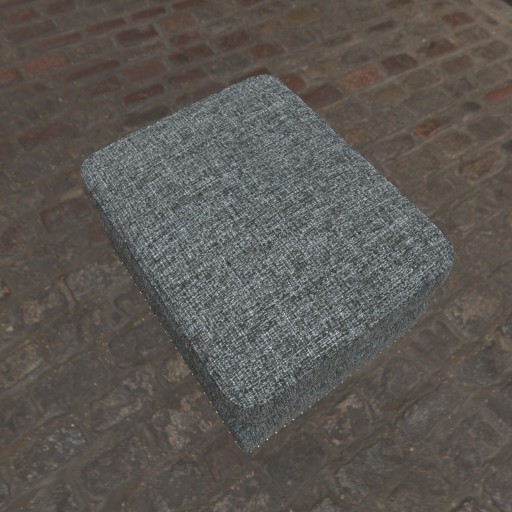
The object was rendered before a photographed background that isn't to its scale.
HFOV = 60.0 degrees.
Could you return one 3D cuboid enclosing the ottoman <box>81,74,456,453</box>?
[{"bbox_3d":[0.000,0.000,1.157,0.589,0.537,0.738,-32,66,-16],"label":"ottoman"}]
